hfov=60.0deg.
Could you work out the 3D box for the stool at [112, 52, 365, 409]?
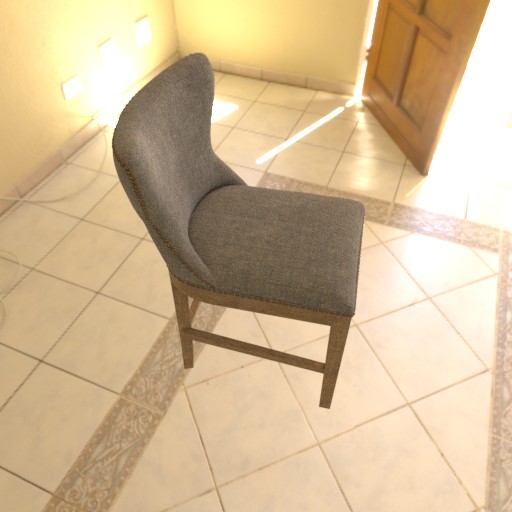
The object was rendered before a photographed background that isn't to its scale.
[{"bbox_3d":[0.000,0.000,1.325,0.608,0.981,0.498,10,49,9],"label":"stool"}]
